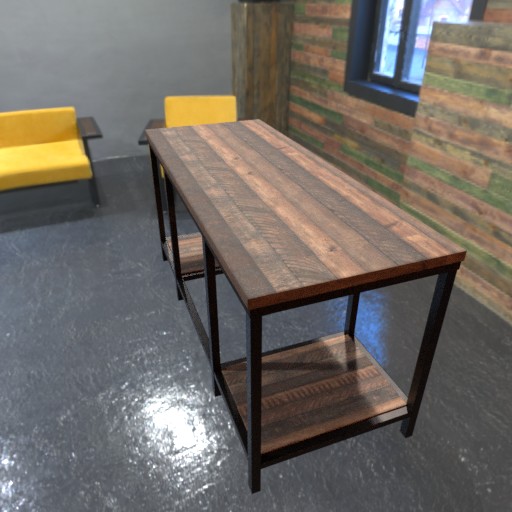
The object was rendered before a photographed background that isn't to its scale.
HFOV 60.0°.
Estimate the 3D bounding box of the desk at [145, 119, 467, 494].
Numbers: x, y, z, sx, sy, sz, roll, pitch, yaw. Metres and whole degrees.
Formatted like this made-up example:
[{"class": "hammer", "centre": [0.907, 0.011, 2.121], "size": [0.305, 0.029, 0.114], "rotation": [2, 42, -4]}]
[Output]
[{"class": "desk", "centre": [0.000, 0.000, 1.893], "size": [0.617, 0.753, 1.538], "rotation": [-11, 32, -18]}]
